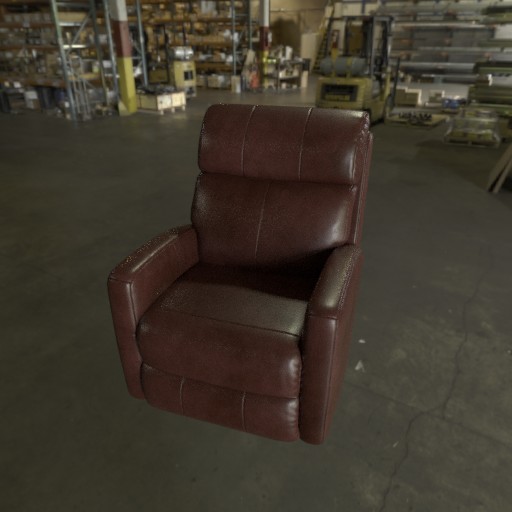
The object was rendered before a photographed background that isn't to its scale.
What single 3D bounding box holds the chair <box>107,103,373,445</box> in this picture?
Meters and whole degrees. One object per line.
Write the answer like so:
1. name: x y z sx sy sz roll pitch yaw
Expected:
1. chair: 0.000 0.000 1.715 0.787 1.016 0.939 8 27 16
